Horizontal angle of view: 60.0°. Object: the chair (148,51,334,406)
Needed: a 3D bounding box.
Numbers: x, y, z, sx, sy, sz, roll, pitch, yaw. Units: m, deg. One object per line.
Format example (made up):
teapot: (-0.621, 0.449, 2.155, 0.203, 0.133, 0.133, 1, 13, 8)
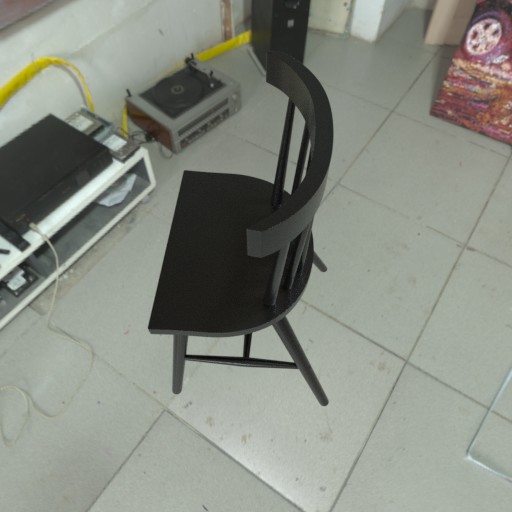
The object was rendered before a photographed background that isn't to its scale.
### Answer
chair: (0.000, 0.000, 1.139, 0.483, 0.844, 0.506, 4, 57, 2)
